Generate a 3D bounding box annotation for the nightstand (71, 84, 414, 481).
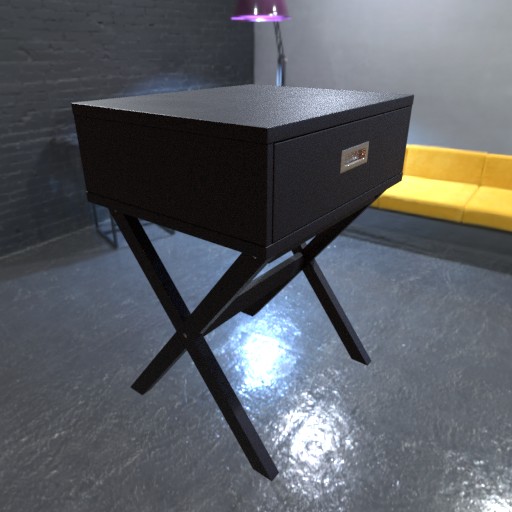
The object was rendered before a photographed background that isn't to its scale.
[{"bbox_3d":[0.000,0.000,0.924,0.402,0.623,0.479,18,31,33],"label":"nightstand"}]
